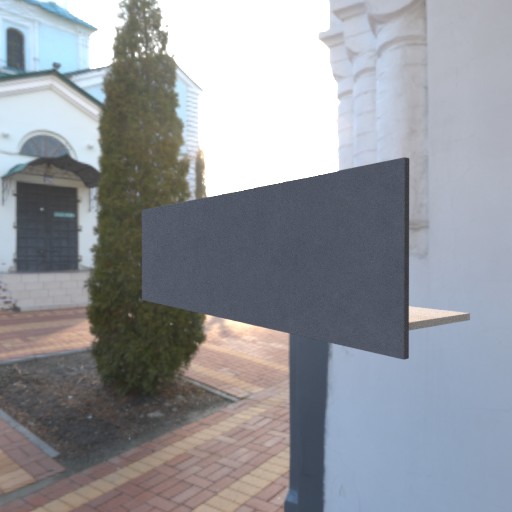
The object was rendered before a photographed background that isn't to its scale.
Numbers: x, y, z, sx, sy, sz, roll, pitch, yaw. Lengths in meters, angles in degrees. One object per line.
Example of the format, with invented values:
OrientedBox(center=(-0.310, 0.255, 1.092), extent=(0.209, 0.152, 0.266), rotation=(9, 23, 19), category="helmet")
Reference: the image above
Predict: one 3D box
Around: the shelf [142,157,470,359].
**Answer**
OrientedBox(center=(0.000, 0.000, 1.127), extent=(0.200, 0.300, 1.020), rotation=(0, 1, -36), category="shelf")
